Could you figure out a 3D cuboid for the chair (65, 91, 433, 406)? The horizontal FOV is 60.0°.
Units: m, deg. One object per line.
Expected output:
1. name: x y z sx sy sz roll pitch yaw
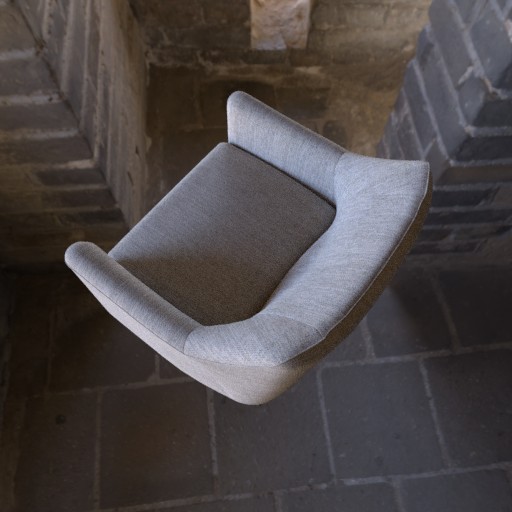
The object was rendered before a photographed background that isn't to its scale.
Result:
1. chair: 0.000 0.000 1.395 0.758 0.761 0.796 34 68 16
